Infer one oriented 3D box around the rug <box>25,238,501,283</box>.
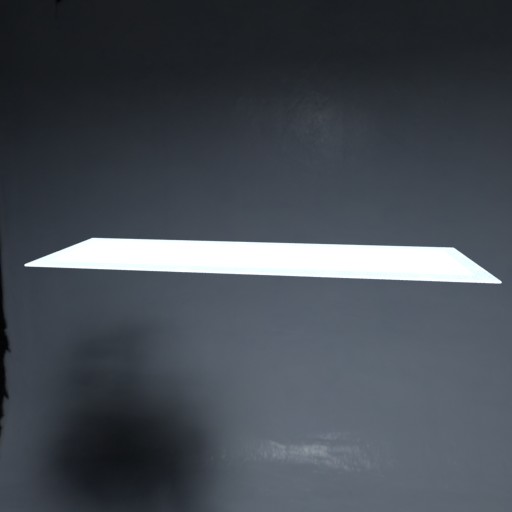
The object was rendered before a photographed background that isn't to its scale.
[{"bbox_3d":[0.000,0.000,2.599,2.430,0.012,0.759,2,13,7],"label":"rug"}]
